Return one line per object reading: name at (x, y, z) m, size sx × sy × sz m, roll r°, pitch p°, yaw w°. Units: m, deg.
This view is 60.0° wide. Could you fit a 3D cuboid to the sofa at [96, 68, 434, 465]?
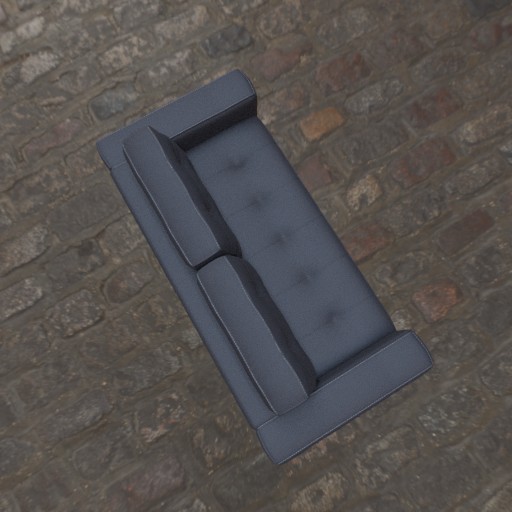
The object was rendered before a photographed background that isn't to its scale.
sofa at (0.000, 0.000, 2.200) m, size 0.833 × 0.893 × 1.726 m, roll -30°, pitch 79°, yaw -6°
